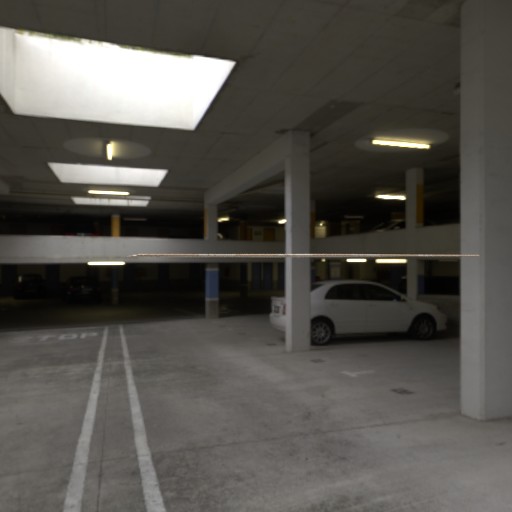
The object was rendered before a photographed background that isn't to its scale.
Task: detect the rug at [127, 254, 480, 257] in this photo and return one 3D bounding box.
[{"bbox_3d":[0.000,0.000,4.512,2.452,0.020,3.365,0,0,-18],"label":"rug"}]
